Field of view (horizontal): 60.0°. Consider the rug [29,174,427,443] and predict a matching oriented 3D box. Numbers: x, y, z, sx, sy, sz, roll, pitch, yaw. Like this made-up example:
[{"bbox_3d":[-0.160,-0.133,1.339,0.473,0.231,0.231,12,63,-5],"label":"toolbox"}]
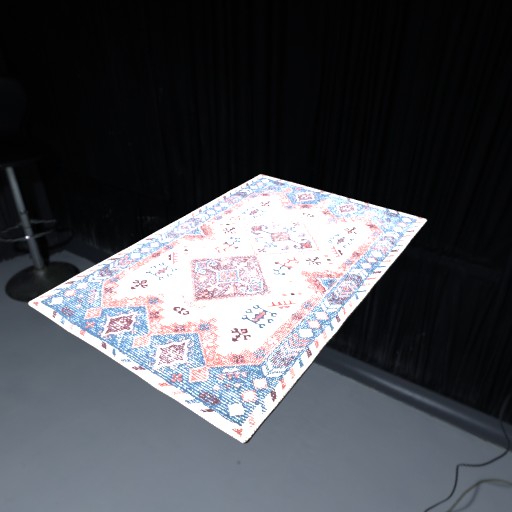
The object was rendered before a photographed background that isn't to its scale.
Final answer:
[{"bbox_3d":[0.000,0.000,2.321,1.225,0.015,1.840,21,38,29],"label":"rug"}]
